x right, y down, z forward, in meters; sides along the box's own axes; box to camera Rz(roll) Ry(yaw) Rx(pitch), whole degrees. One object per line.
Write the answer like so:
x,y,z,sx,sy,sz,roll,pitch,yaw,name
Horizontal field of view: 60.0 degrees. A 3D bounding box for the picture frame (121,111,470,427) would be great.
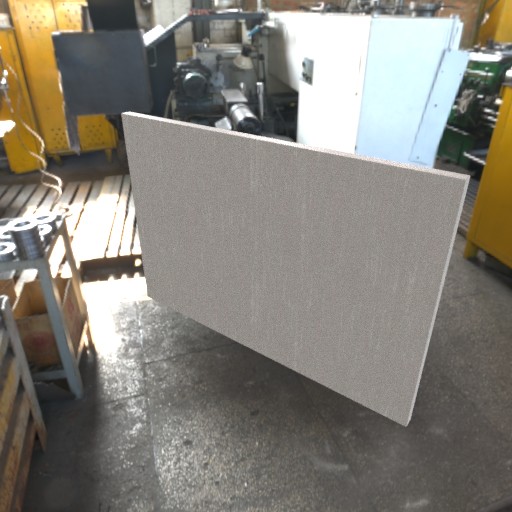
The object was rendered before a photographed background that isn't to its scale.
0.000,0.000,1.199,0.950,0.640,0.029,20,35,31,picture frame
